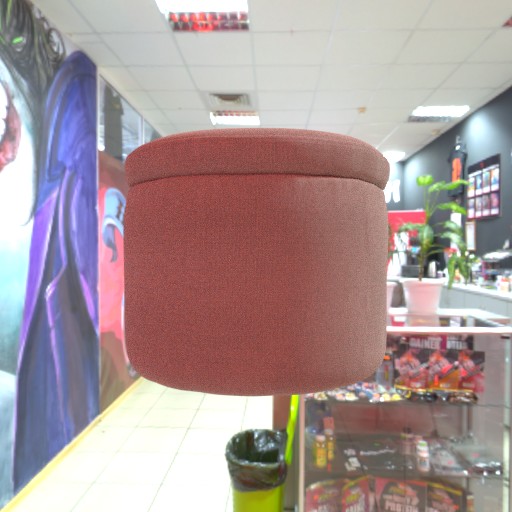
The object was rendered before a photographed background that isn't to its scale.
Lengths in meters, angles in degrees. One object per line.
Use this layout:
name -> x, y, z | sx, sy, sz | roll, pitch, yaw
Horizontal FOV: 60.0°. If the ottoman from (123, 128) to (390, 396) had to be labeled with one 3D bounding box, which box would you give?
ottoman -> 0.000, 0.000, 0.868 | 0.497, 0.409, 0.497 | 0, 1, 0
